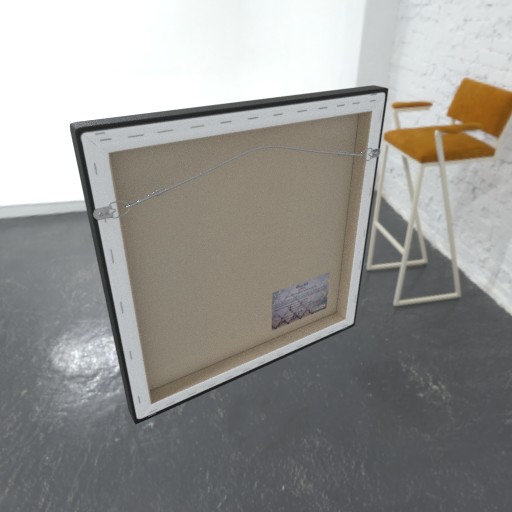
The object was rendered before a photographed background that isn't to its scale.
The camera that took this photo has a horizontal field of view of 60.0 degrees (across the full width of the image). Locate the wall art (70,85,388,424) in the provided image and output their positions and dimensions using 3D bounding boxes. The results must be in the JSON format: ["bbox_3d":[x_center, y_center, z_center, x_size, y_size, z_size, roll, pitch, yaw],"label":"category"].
[{"bbox_3d":[0.000,0.000,0.916,0.610,0.611,0.043,-17,34,-27],"label":"wall art"}]
